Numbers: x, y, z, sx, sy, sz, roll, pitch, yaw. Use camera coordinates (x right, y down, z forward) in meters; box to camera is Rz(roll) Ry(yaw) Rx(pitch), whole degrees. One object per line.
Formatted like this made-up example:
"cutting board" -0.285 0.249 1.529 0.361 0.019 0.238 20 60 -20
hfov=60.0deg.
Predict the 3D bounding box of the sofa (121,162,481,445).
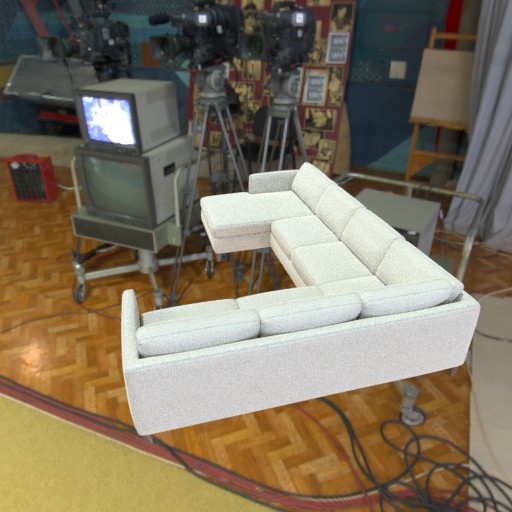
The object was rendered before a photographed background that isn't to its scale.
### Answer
"sofa" 0.000 0.000 4.377 2.551 0.853 3.238 -8 30 -13
